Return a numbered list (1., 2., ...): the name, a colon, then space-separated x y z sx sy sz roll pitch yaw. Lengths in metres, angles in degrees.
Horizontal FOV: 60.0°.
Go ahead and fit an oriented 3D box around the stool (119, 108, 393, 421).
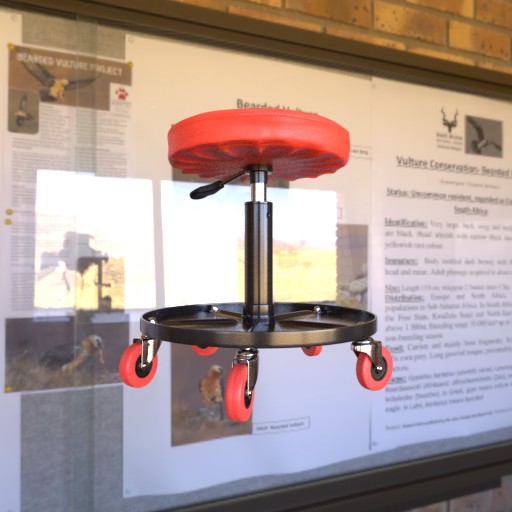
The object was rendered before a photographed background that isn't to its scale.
1. stool: 0.000 0.000 0.679 0.382 0.365 0.381 0 0 37
